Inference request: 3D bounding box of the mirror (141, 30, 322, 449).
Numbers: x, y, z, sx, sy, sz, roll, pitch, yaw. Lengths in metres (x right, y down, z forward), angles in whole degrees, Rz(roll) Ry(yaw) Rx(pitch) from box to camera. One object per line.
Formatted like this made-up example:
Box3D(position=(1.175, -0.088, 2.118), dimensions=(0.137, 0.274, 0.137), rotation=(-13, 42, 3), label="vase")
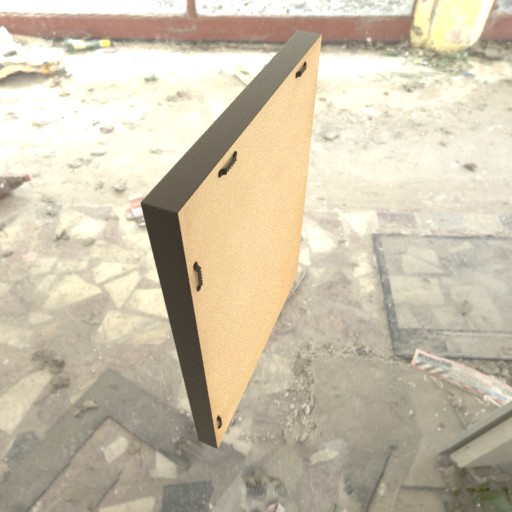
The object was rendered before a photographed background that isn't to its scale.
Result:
Box3D(position=(0.000, 0.000, 0.672), dimensions=(0.041, 0.509, 0.406), rotation=(17, 49, 15), label="mirror")
